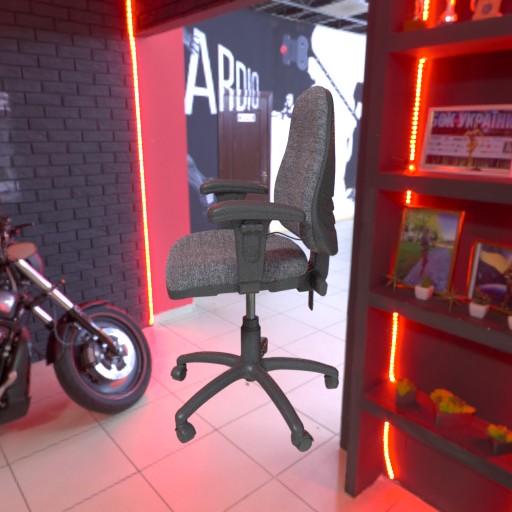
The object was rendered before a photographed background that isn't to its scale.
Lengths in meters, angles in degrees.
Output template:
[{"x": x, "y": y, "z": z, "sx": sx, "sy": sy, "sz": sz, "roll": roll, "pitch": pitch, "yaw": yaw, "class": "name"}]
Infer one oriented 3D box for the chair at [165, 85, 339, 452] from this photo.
[{"x": 0.000, "y": 0.000, "z": 1.260, "sx": 0.530, "sy": 0.910, "sz": 0.550, "roll": -2, "pitch": 16, "yaw": -9, "class": "chair"}]
